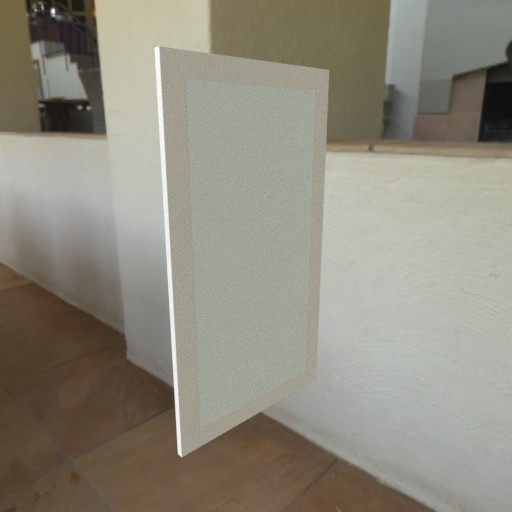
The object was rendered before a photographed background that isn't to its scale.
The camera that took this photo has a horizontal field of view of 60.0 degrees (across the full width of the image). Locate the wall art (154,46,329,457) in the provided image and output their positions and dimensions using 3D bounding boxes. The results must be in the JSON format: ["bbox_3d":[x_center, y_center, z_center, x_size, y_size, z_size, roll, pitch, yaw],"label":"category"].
[{"bbox_3d":[0.000,0.000,0.838,0.380,0.683,0.013,-15,21,-41],"label":"wall art"}]
